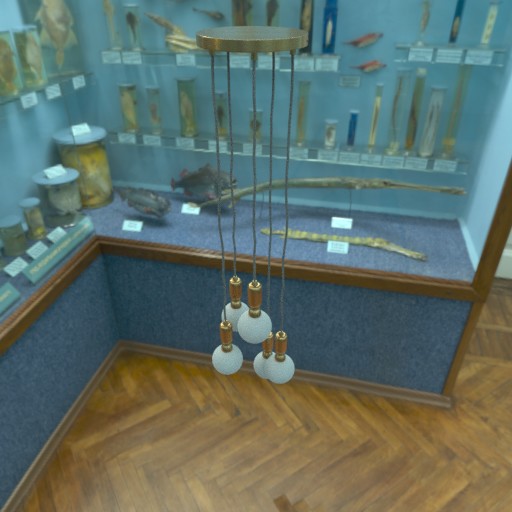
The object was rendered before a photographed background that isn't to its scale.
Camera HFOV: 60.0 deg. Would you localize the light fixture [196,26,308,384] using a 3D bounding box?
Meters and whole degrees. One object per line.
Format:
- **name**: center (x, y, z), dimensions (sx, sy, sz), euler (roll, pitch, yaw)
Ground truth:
- **light fixture**: center (0.000, 0.000, 0.504), dimensions (0.105, 0.457, 0.108), euler (8, 34, 13)
